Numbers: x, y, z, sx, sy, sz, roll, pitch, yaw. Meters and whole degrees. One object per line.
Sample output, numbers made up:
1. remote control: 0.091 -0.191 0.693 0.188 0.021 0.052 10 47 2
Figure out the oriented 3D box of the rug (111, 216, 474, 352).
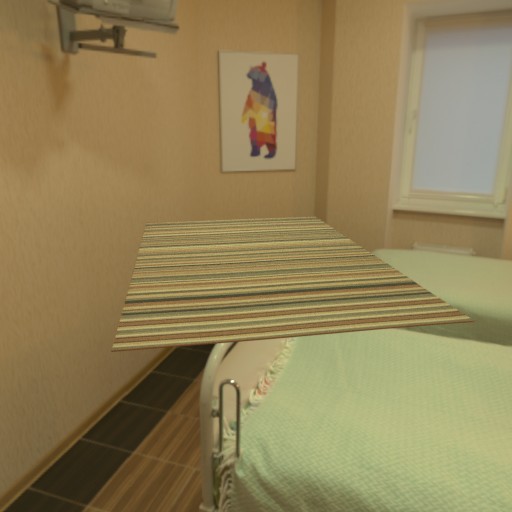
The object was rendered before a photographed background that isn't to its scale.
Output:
1. rug: 0.000 0.000 2.301 1.219 0.008 1.829 -3 17 -10
